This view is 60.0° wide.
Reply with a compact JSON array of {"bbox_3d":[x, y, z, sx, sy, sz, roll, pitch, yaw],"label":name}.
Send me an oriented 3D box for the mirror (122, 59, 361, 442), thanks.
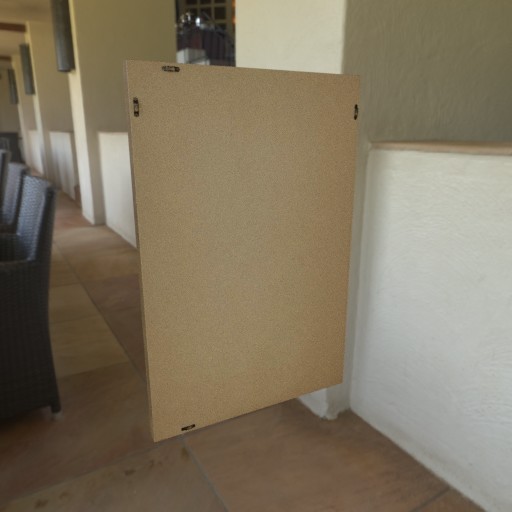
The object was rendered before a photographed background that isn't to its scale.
[{"bbox_3d":[0.000,0.000,1.170,0.609,0.915,0.041,-8,18,-26],"label":"mirror"}]
